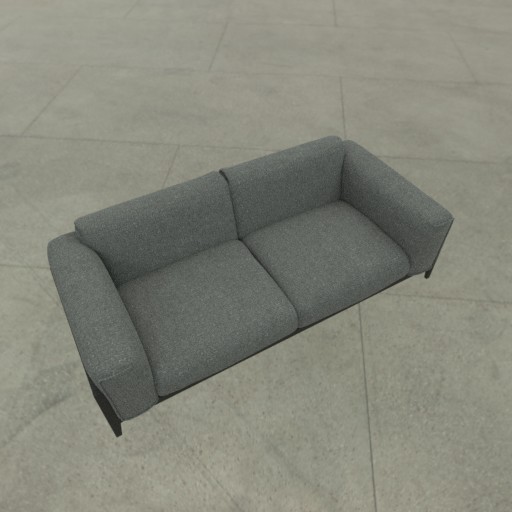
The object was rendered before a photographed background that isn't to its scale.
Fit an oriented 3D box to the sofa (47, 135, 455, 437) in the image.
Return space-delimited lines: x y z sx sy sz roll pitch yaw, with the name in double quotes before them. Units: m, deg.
"sofa" 0.000 0.000 2.600 2.125 0.703 0.985 -22 50 -20
